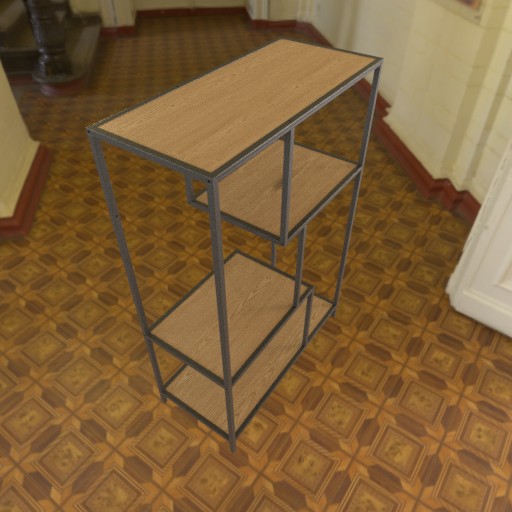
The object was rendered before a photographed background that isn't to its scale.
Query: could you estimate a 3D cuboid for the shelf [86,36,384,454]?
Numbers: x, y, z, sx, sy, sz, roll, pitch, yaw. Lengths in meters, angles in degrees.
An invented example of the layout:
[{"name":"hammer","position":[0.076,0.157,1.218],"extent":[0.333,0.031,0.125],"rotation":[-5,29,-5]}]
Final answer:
[{"name":"shelf","position":[0.000,0.000,1.490],"extent":[0.350,1.138,0.770],"rotation":[25,48,25]}]
